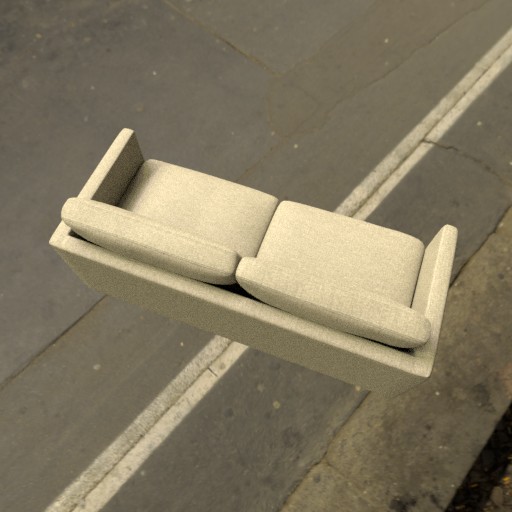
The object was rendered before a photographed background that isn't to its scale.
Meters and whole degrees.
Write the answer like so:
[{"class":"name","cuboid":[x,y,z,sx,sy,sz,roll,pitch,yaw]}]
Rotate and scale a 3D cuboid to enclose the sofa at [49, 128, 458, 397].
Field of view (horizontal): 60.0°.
[{"class":"sofa","cuboid":[0.000,0.000,2.785,2.208,0.960,0.956,18,65,9]}]
